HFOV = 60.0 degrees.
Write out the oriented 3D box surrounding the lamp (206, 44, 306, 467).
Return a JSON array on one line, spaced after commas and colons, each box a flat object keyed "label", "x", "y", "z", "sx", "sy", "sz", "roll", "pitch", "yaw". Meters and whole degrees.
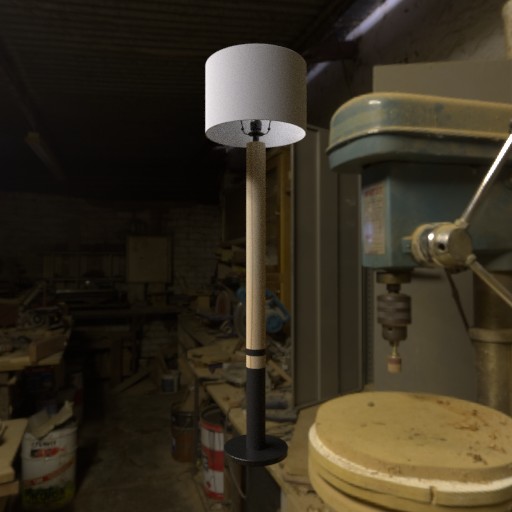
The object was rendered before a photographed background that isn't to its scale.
[{"label": "lamp", "x": 0.000, "y": 0.000, "z": 1.680, "sx": 0.381, "sy": 1.478, "sz": 0.381, "roll": 0, "pitch": 0, "yaw": -18}]
